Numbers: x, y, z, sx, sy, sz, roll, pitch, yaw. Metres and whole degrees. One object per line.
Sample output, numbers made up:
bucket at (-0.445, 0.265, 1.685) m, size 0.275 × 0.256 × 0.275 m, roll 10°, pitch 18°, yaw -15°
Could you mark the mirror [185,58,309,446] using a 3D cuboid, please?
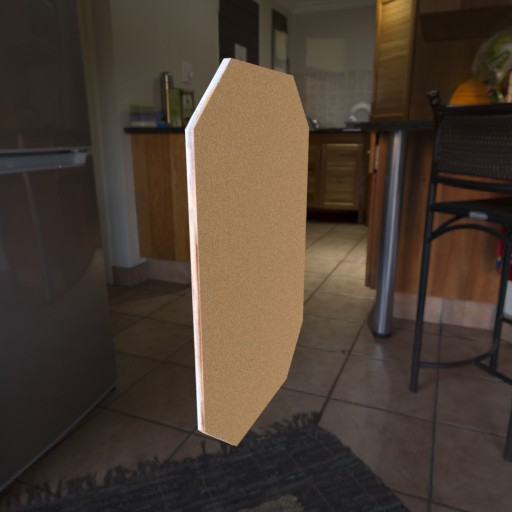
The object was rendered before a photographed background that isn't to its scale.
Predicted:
mirror at (0.000, 0.000, 1.295) m, size 0.061 × 1.015 × 0.709 m, roll 8°, pitch 18°, yaw 24°
